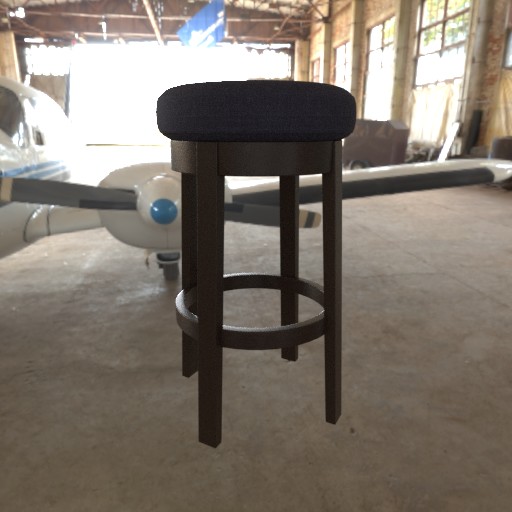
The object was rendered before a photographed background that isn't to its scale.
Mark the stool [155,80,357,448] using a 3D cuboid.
[{"bbox_3d":[0.000,0.000,1.053,0.446,0.758,0.446,0,16,0],"label":"stool"}]
